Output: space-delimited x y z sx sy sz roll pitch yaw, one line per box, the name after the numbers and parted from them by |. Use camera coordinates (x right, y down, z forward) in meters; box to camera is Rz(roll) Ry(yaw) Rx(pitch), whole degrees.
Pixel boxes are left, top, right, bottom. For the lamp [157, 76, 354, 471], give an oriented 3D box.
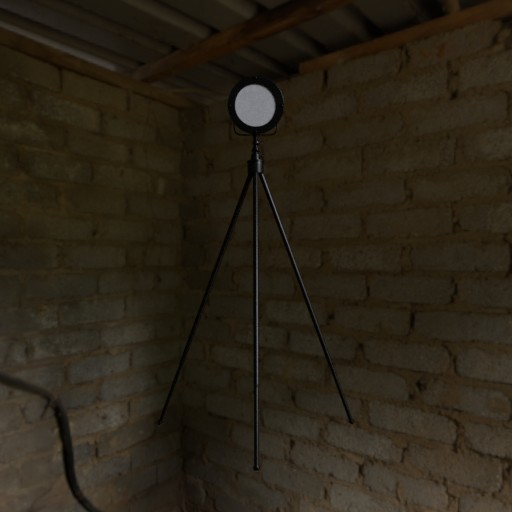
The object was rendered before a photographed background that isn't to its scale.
0.000 0.000 1.975 0.879 1.504 0.884 0 0 -1 | lamp
